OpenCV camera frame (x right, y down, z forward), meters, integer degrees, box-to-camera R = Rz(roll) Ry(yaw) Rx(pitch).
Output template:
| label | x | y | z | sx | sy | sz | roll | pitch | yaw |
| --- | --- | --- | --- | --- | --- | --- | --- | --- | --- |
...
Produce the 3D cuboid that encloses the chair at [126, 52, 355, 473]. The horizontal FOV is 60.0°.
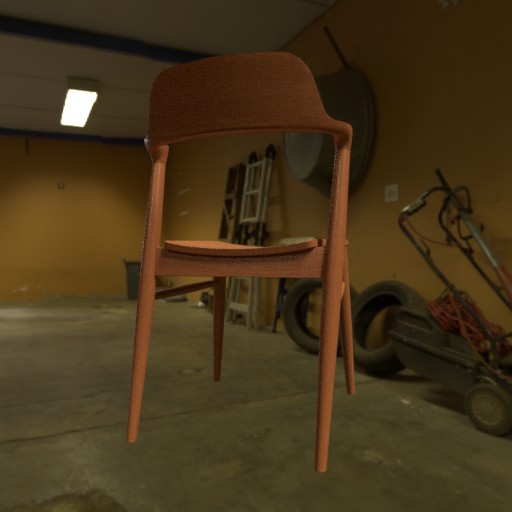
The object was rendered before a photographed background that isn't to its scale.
| label | x | y | z | sx | sy | sz | roll | pitch | yaw |
| --- | --- | --- | --- | --- | --- | --- | --- | --- | --- |
| chair | 0.000 | 0.000 | 1.121 | 0.496 | 0.801 | 0.499 | 0 | 0 | 18 |
